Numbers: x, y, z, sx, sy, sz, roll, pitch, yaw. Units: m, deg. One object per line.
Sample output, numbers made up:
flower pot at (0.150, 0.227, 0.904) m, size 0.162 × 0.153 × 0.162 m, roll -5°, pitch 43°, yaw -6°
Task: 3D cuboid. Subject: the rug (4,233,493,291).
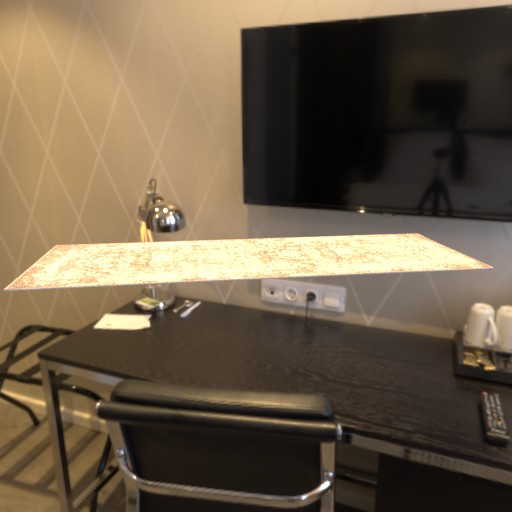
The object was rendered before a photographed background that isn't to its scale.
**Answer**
rug at (0.000, 0.000, 2.587) m, size 2.452 × 0.017 × 0.855 m, roll -2°, pitch 16°, yaw -8°
